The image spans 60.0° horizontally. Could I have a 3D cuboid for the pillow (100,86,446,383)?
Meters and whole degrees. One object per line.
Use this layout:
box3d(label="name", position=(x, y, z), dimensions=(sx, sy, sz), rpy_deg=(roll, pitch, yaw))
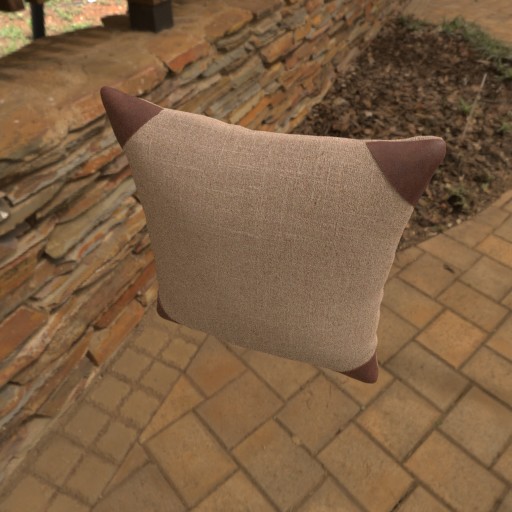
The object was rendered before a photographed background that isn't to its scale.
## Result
box3d(label="pillow", position=(0.000, 0.000, 0.663), dimensions=(0.437, 0.448, 0.147), rpy_deg=(13, 43, 15))
